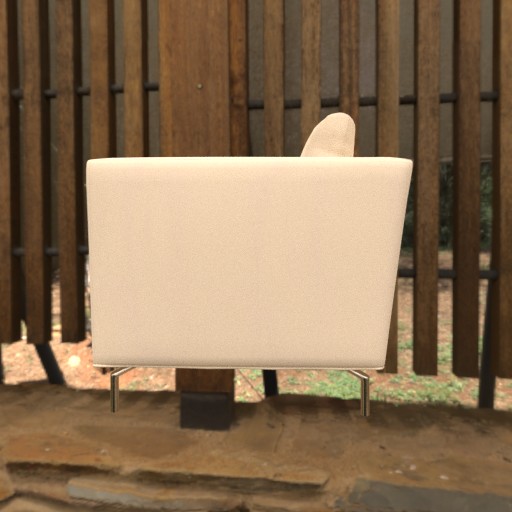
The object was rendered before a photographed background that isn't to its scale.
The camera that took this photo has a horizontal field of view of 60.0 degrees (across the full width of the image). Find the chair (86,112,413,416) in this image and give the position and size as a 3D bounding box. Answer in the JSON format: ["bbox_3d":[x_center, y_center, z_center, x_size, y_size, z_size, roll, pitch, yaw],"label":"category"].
[{"bbox_3d":[0.000,0.000,1.672,0.889,0.865,1.041,0,1,2],"label":"chair"}]
